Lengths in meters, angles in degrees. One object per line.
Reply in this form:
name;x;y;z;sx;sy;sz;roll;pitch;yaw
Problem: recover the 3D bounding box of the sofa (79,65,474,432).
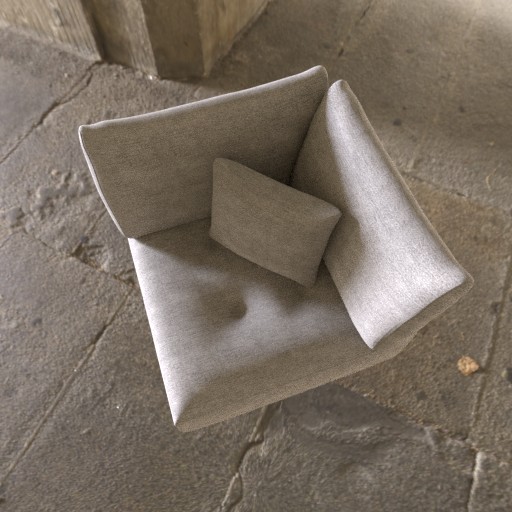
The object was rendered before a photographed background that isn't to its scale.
sofa;0.000;0.000;1.735;1.000;0.820;1.000;-17;64;-9
